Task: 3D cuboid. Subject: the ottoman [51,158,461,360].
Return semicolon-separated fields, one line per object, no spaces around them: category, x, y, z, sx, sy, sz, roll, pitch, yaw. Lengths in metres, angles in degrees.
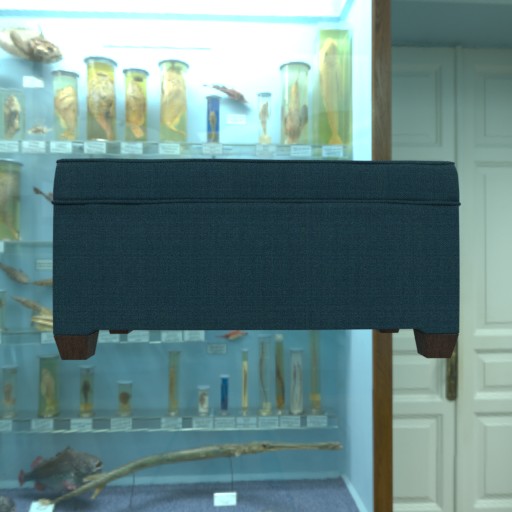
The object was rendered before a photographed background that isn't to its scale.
ottoman;0.000;0.000;1.212;0.943;0.474;0.474;0;0;-1
